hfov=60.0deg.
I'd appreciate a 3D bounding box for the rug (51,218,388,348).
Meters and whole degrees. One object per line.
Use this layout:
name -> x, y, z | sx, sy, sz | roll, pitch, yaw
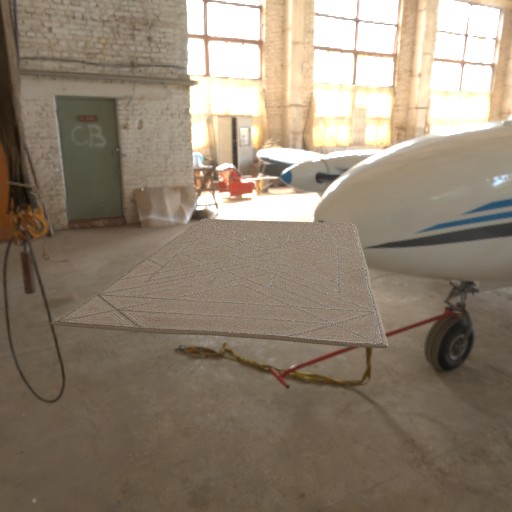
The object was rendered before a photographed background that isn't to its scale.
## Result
rug -> 0.000, 0.000, 1.062 | 0.511, 0.008, 0.869 | 3, 16, 9
